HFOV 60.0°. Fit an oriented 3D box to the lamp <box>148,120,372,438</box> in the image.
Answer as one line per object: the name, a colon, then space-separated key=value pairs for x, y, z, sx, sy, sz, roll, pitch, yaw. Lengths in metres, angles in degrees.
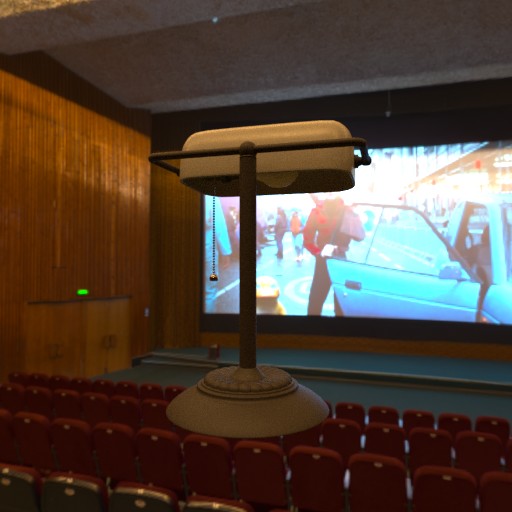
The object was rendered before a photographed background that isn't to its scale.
lamp: x=0.000 y=0.000 z=0.528 sx=0.264 sy=0.339 sz=0.243 roll=0 pitch=-1 yaw=16
